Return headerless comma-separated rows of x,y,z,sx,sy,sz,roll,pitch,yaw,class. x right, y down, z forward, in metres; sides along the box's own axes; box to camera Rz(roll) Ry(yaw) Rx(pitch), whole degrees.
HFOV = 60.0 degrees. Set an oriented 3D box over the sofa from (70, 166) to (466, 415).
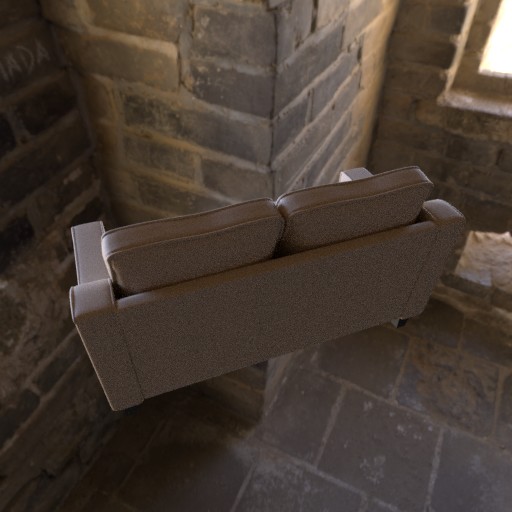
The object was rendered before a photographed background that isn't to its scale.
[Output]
0.000,0.000,3.465,2.587,1.562,1.351,-14,43,-16,sofa
